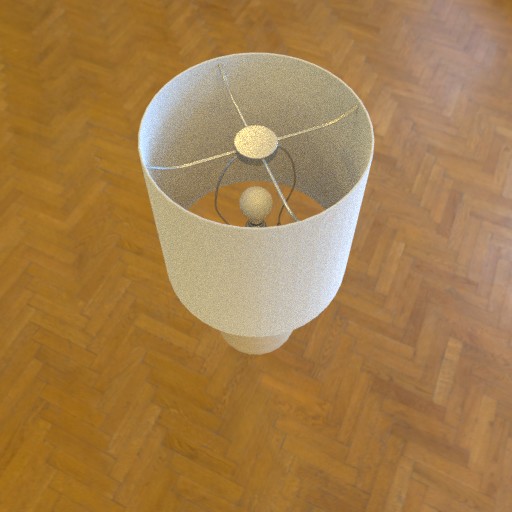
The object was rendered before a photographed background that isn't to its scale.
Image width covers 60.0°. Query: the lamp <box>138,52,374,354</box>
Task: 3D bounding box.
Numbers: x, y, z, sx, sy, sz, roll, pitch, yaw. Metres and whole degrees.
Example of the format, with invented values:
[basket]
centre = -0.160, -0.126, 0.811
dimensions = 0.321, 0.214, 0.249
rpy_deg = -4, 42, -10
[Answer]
[lamp]
centre = 0.000, 0.000, 0.471
dimensions = 0.186, 0.369, 0.186
rpy_deg = 0, 62, 0
